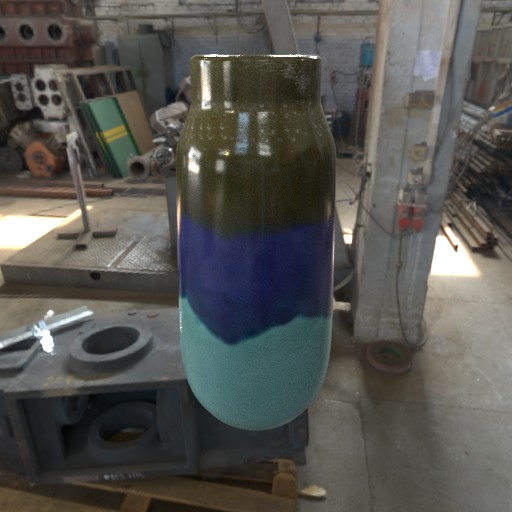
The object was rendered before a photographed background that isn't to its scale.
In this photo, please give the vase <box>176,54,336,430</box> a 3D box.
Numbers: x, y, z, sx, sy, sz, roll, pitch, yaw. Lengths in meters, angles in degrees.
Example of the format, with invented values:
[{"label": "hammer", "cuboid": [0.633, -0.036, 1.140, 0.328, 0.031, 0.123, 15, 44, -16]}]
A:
[{"label": "vase", "cuboid": [0.000, 0.000, 0.378, 0.139, 0.313, 0.139, 0, 25, 0]}]
